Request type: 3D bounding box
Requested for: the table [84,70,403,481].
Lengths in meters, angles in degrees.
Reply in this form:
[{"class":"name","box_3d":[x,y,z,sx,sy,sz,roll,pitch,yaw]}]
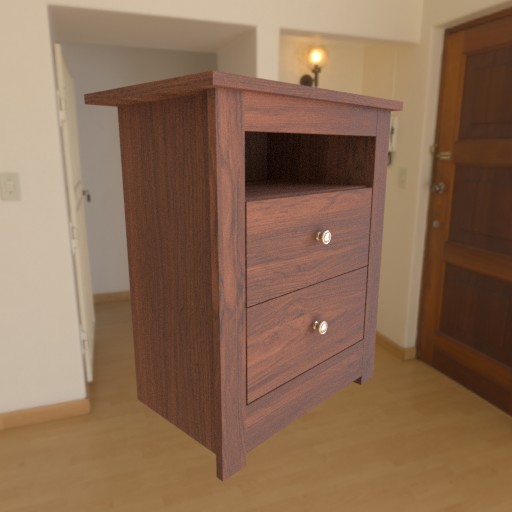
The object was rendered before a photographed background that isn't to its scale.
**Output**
[{"class":"table","box_3d":[0.000,0.000,1.055,0.406,0.711,0.589,13,18,42]}]
